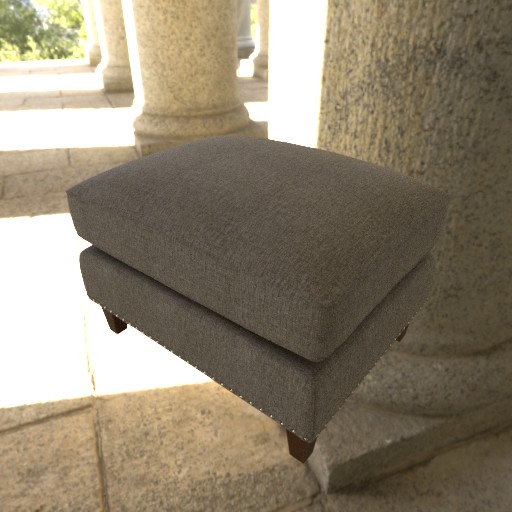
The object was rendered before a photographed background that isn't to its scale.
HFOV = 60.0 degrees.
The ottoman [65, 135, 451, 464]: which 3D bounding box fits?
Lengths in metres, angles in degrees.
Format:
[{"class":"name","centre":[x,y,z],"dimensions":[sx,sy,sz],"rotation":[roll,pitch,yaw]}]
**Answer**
[{"class":"ottoman","centre":[0.000,0.000,1.136],"dimensions":[0.741,0.513,0.584],"rotation":[23,38,33]}]
